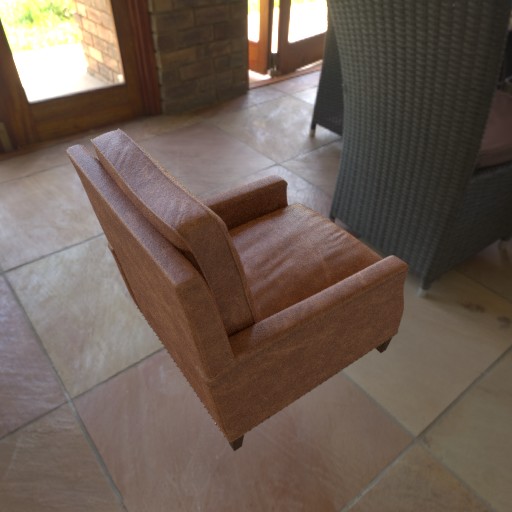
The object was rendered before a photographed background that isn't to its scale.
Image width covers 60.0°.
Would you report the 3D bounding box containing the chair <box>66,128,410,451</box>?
[{"bbox_3d":[0.000,0.000,1.789,1.035,1.054,0.854,-24,46,-26],"label":"chair"}]
